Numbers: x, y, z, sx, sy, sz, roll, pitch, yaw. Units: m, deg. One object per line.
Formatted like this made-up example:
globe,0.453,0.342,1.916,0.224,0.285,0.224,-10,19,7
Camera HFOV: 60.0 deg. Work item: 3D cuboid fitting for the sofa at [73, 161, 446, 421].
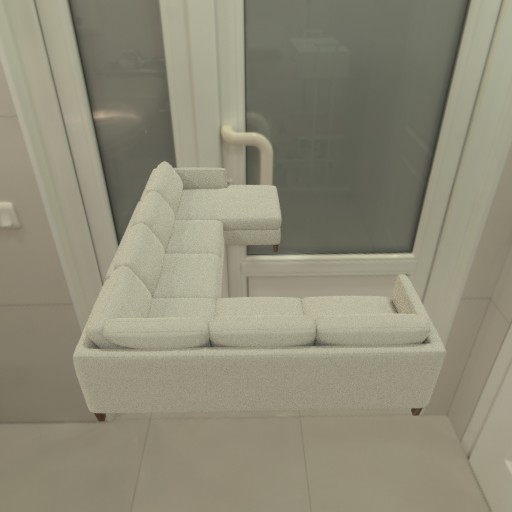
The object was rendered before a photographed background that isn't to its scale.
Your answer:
sofa,0.000,0.000,4.419,2.551,0.853,3.238,-1,34,-1
